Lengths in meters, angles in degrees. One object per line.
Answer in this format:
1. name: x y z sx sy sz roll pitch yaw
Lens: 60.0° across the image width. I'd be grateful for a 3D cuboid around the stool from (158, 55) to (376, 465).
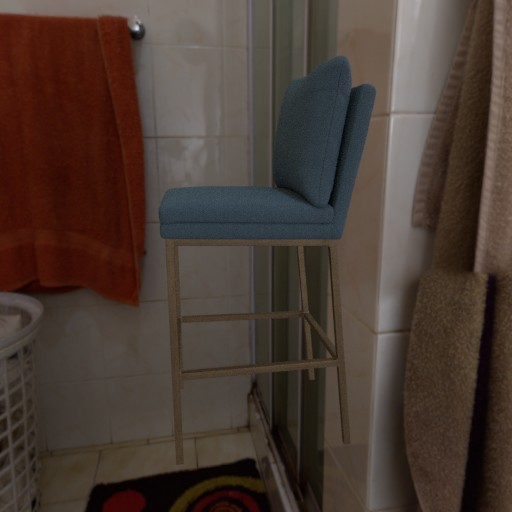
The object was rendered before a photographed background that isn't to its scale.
1. stool: 0.000 0.000 1.410 0.568 1.124 0.463 -2 14 -9
